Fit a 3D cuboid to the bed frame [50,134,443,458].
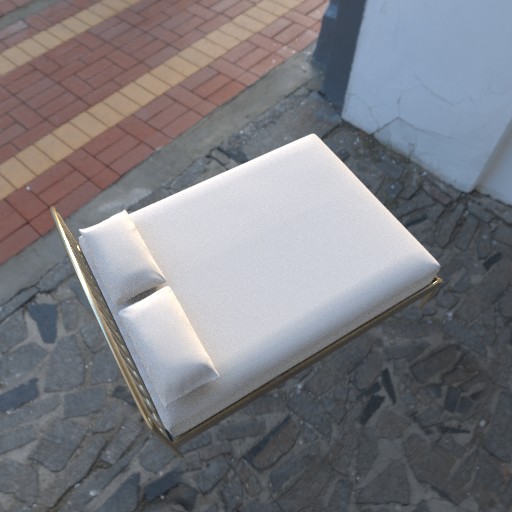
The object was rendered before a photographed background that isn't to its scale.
[{"bbox_3d":[0.000,0.000,3.125,2.152,1.175,1.612,-27,62,-16],"label":"bed frame"}]
